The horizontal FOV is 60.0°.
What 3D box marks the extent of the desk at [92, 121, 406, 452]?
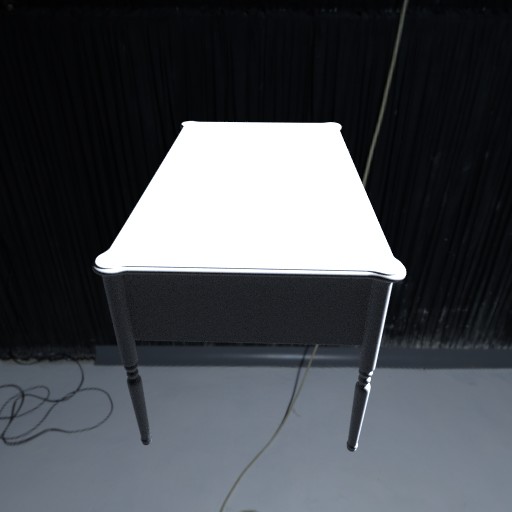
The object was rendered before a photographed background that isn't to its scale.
[{"bbox_3d":[0.000,0.000,1.882,0.807,0.762,1.380,1,32,2],"label":"desk"}]
